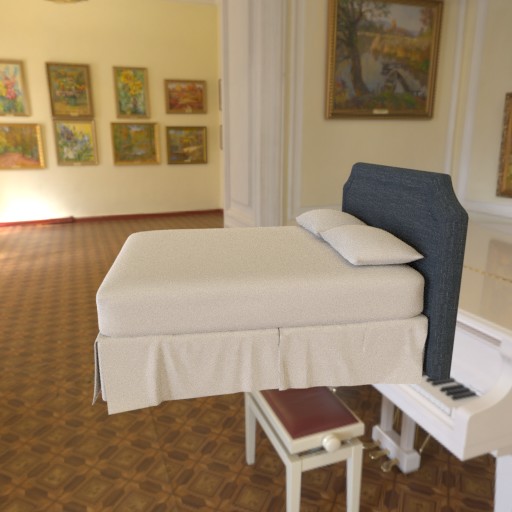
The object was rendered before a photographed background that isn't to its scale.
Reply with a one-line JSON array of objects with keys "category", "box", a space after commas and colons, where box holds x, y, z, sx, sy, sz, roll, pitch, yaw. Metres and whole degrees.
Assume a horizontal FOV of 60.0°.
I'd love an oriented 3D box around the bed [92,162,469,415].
[{"category": "bed", "box": [0.000, 0.000, 3.327, 2.208, 1.297, 1.828, -2, 15, -8]}]
